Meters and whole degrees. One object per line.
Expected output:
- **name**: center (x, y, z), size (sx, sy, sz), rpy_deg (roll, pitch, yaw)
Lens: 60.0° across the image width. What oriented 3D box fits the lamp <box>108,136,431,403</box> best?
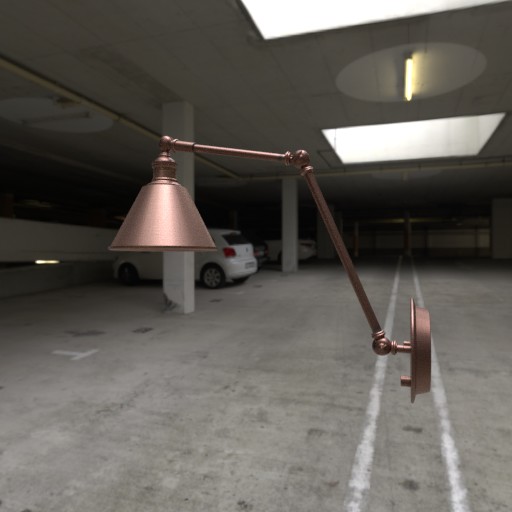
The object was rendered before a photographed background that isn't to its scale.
- **lamp**: center (0.000, 0.000, 0.858), size (0.624, 0.502, 0.223), rpy_deg (0, 0, 18)
